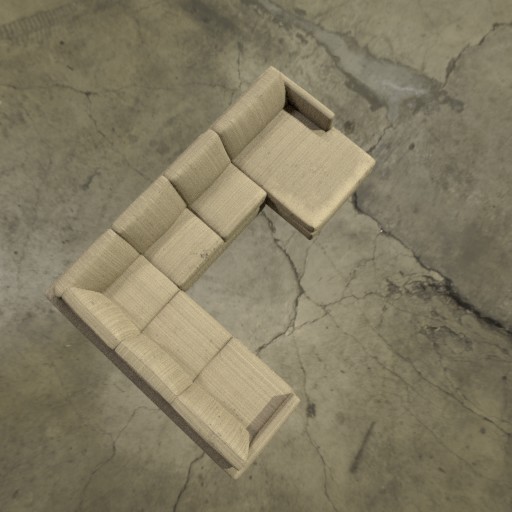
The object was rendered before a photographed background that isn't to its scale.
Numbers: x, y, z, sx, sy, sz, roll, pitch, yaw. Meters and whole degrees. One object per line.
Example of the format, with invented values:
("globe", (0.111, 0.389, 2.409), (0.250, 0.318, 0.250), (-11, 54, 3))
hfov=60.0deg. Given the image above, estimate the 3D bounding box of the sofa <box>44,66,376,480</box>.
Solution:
("sofa", (0.000, 0.000, 4.690), (2.594, 0.961, 3.460), (41, 80, 9))
